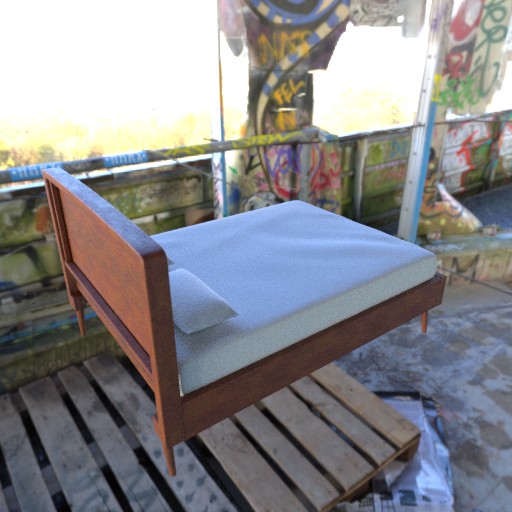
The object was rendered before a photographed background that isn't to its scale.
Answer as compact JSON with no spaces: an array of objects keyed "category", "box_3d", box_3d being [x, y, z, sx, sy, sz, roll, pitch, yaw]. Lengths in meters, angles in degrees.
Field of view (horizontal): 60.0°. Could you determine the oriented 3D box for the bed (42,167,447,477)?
[{"category":"bed","box_3d":[0.000,0.000,3.067,2.196,1.275,1.587,-18,31,-32]}]
